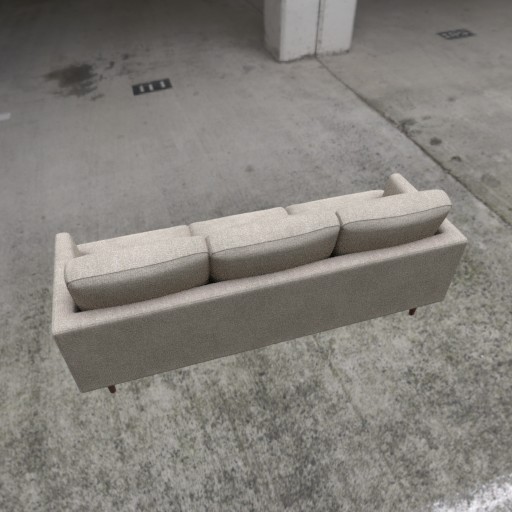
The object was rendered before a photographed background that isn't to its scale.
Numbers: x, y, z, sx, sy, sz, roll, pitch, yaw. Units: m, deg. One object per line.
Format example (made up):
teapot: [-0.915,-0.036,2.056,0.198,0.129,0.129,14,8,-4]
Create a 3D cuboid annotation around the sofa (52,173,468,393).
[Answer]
sofa: [0.000,0.000,2.688,2.246,0.930,0.903,-12,43,-13]
